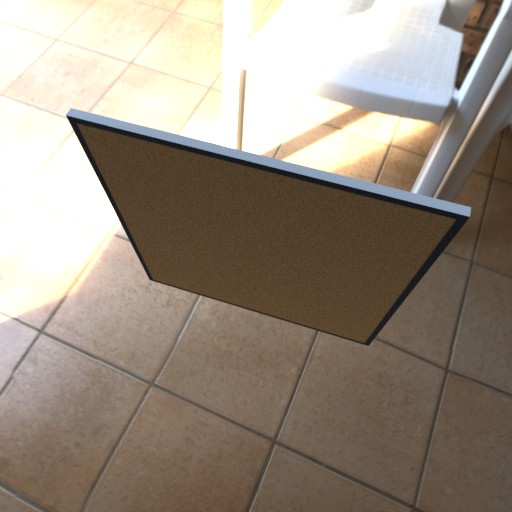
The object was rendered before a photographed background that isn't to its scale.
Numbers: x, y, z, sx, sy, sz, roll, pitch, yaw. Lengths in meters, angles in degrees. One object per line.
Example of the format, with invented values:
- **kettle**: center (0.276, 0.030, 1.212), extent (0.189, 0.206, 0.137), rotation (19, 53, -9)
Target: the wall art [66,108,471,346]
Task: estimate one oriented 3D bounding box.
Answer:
- **wall art**: center (0.000, 0.000, 1.203), extent (0.805, 0.803, 0.022), rotation (16, 63, 8)
